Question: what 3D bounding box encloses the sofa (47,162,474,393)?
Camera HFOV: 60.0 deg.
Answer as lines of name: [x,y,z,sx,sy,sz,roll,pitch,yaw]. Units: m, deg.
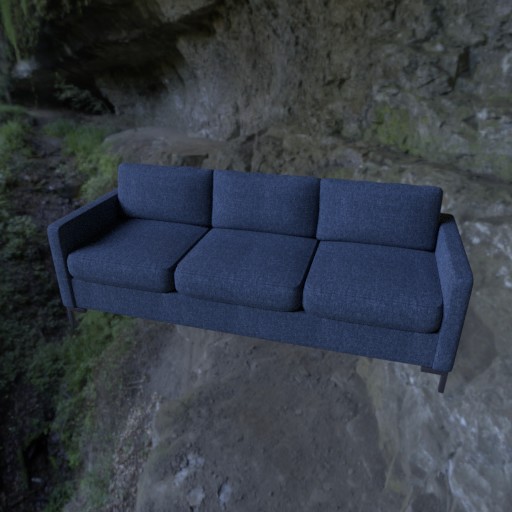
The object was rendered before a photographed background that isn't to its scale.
sofa: [0.000,0.000,2.644,2.218,0.874,0.859,7,27,14]
